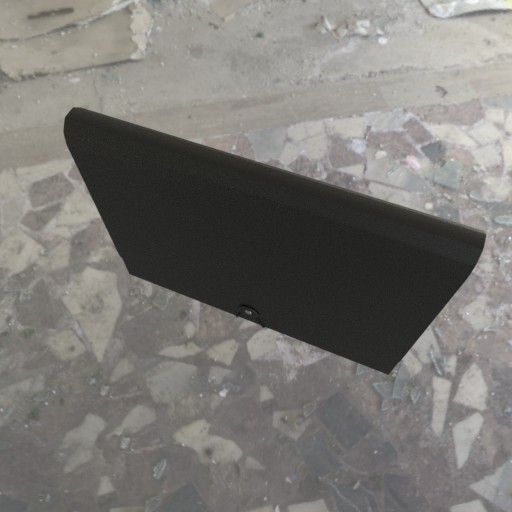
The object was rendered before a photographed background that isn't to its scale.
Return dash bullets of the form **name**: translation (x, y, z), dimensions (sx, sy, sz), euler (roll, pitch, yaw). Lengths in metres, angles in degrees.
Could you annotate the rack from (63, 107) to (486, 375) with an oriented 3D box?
- **rack**: translation (0.000, 0.000, 0.430), dimensions (0.330, 0.241, 0.041), euler (20, 60, 12)
